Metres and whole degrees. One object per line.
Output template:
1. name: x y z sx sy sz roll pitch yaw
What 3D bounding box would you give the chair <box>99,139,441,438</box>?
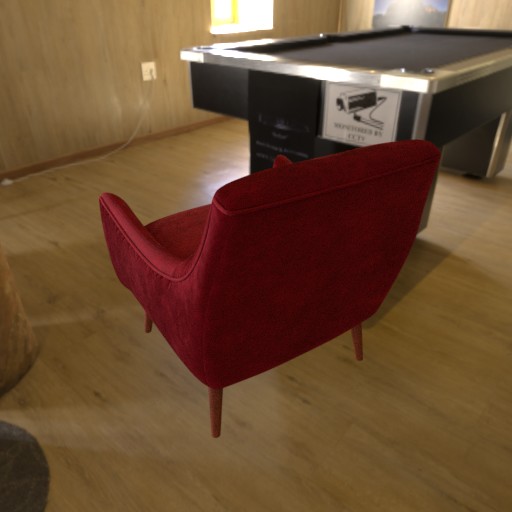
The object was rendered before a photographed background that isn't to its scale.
1. chair: 0.000 0.000 1.423 0.762 0.838 0.787 -19 36 -28
